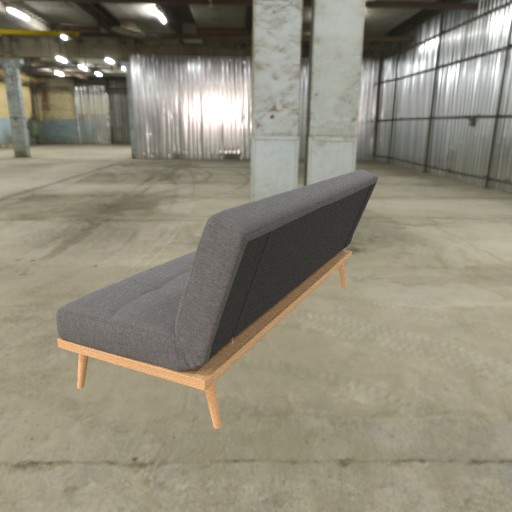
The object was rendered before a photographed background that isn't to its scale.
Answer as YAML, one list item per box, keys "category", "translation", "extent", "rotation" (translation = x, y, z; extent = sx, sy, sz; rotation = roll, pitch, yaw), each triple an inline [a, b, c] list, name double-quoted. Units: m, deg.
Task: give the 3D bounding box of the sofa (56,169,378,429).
- category: "sofa"
  translation: [0.000, 0.000, 2.249]
  extent: [0.820, 0.770, 1.820]
  rotation: [8, 17, 25]
